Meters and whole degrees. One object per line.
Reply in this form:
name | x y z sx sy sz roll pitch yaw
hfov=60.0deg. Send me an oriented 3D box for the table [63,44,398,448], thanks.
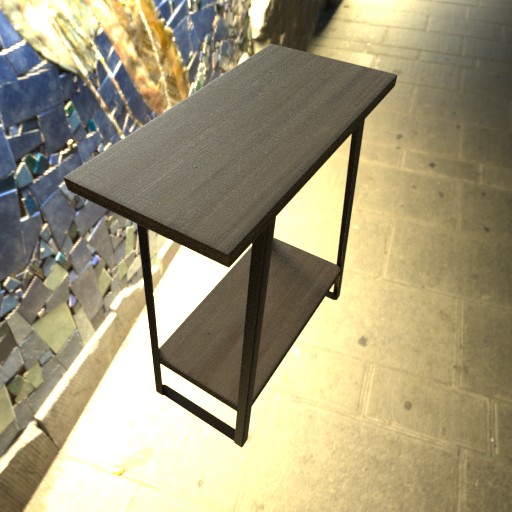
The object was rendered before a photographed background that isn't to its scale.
table | 0.000 0.000 1.030 0.300 0.701 0.599 25 51 22
